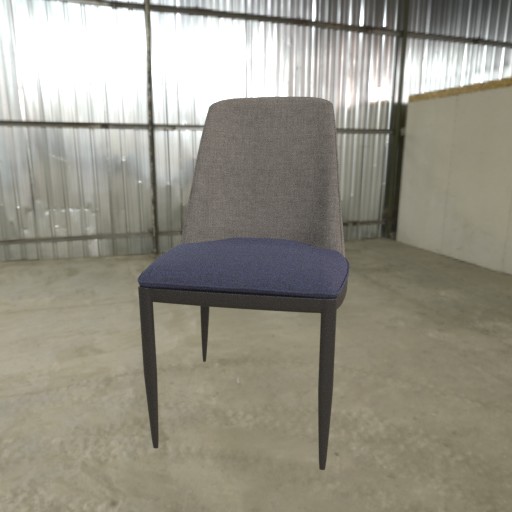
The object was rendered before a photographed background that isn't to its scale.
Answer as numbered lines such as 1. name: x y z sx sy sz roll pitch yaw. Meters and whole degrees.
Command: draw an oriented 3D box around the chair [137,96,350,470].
1. chair: 0.000 0.000 1.182 0.488 0.855 0.550 3 14 10
